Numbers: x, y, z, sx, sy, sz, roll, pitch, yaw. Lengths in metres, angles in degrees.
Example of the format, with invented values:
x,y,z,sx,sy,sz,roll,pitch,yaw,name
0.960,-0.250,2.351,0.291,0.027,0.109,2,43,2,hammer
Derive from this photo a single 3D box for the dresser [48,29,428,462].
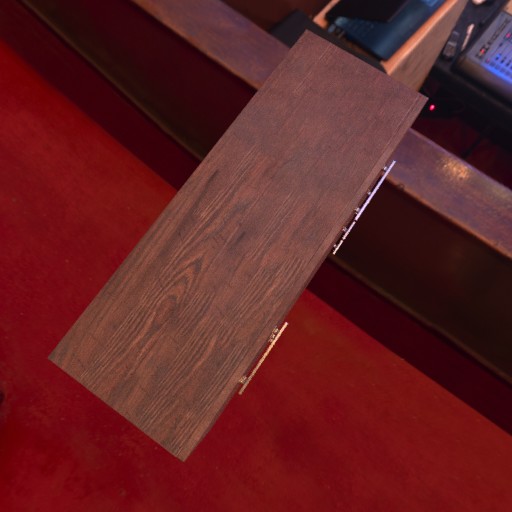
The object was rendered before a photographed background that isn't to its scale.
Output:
x,y,z,sx,sy,sz,roll,pitch,yaw,name
0.000,0.000,2.169,0.623,1.061,1.646,34,78,8,dresser
